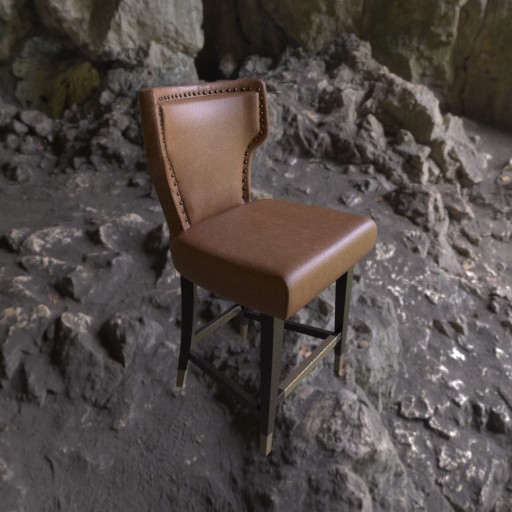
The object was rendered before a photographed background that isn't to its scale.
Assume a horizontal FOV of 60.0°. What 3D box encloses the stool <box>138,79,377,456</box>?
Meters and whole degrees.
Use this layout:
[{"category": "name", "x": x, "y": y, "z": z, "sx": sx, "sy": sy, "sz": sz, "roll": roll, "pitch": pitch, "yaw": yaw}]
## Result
[{"category": "stool", "x": 0.000, "y": 0.000, "z": 1.365, "sx": 0.563, "sy": 0.982, "sz": 0.526, "roll": 18, "pitch": 31, "yaw": 33}]
